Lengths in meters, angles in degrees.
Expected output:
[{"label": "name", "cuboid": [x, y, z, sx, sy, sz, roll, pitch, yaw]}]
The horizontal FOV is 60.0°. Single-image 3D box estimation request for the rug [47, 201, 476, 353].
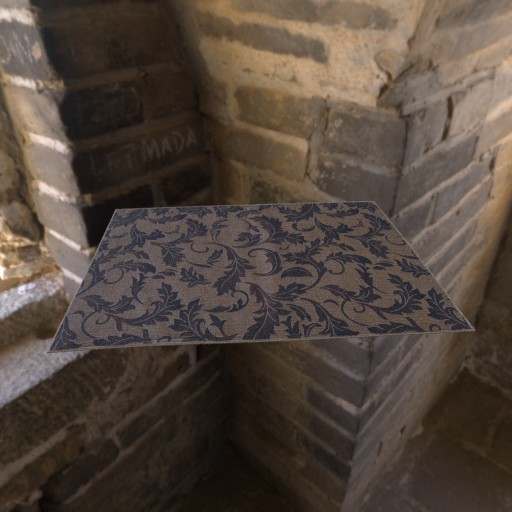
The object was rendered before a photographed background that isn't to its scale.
[{"label": "rug", "cuboid": [0.000, 0.000, 4.067, 2.977, 0.008, 2.380, -2, 30, -4]}]
